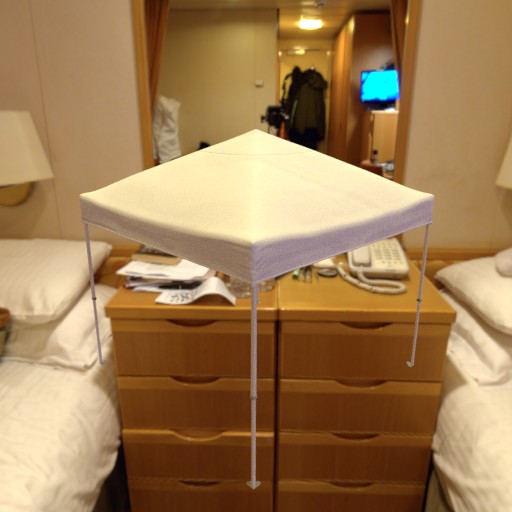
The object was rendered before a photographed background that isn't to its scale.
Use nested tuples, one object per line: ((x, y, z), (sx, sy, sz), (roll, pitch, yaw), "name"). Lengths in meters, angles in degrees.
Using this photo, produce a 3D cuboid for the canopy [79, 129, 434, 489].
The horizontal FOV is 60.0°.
((0.000, 0.000, 5.451), (2.996, 2.997, 2.998), (-16, 23, -42), "canopy")
